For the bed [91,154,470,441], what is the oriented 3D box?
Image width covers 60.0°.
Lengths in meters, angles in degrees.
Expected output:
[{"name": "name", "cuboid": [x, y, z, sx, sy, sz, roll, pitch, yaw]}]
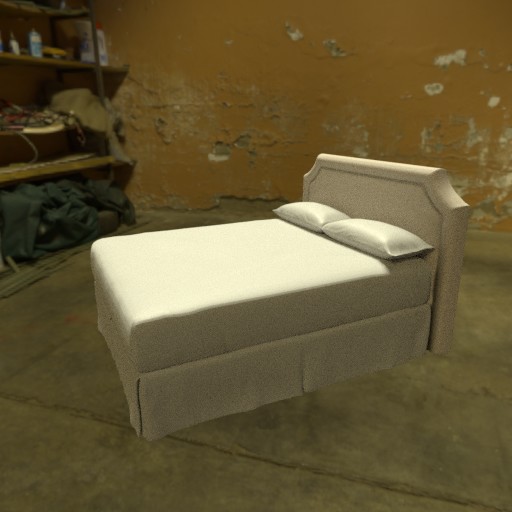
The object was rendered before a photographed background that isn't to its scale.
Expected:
[{"name": "bed", "cuboid": [0.000, 0.000, 3.244, 2.164, 1.297, 1.828, -8, 19, -25]}]
